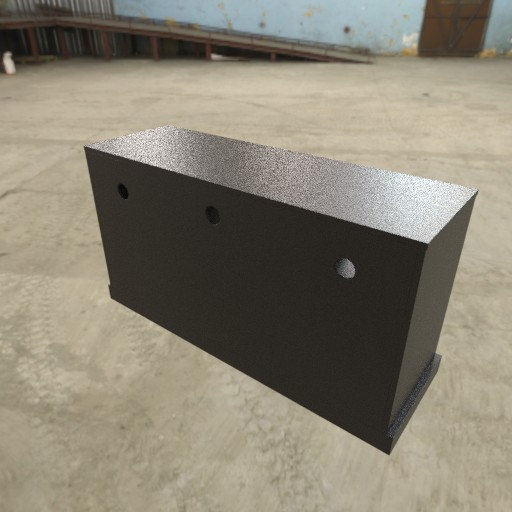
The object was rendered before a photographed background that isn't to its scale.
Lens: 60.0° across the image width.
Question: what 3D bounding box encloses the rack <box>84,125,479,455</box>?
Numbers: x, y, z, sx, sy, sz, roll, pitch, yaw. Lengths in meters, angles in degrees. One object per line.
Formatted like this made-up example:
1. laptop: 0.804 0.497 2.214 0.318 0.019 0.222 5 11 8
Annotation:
1. rack: 0.000 0.000 1.489 1.206 0.635 0.399 21 35 32
